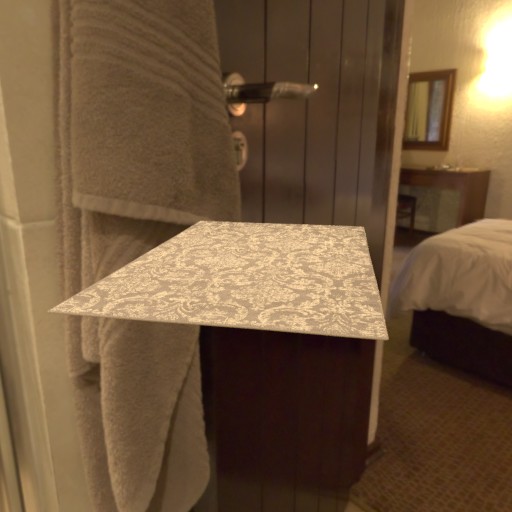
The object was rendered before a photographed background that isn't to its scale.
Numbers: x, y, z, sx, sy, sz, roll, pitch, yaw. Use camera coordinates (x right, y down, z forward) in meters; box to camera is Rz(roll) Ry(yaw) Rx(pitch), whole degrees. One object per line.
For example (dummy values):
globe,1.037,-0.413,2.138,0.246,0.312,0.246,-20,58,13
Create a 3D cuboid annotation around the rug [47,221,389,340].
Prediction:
rug,0.000,0.000,3.576,1.819,0.018,2.746,3,15,10
